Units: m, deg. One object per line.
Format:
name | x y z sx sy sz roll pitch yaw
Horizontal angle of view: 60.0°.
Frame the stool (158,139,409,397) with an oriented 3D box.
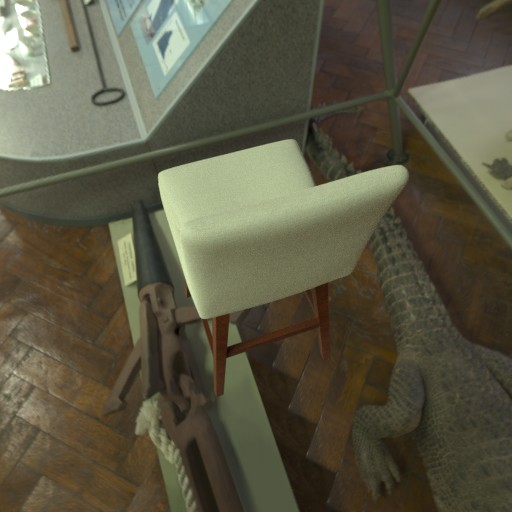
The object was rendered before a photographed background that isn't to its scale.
stool | 0.000 0.000 1.373 0.470 1.097 0.559 -16 58 -10
